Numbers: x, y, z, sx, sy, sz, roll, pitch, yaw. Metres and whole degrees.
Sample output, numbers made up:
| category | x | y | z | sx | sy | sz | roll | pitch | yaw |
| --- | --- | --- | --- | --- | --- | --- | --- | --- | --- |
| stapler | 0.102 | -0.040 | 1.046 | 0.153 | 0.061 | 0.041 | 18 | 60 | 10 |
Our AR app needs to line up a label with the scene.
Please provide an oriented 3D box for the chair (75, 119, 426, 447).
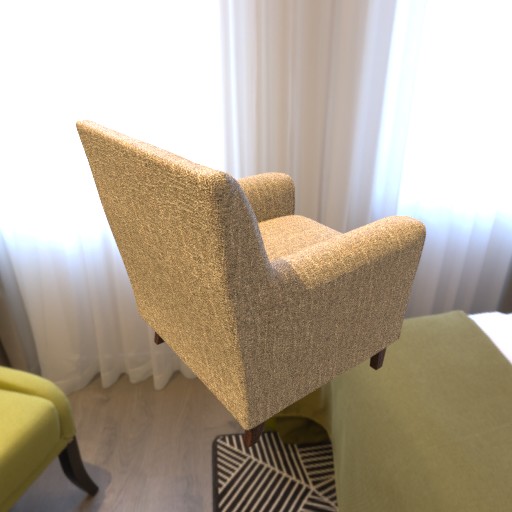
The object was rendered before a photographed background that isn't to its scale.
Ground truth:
| category | x | y | z | sx | sy | sz | roll | pitch | yaw |
| --- | --- | --- | --- | --- | --- | --- | --- | --- | --- |
| chair | 0.000 | 0.000 | 1.599 | 0.873 | 0.928 | 0.864 | -18 | 31 | -33 |
